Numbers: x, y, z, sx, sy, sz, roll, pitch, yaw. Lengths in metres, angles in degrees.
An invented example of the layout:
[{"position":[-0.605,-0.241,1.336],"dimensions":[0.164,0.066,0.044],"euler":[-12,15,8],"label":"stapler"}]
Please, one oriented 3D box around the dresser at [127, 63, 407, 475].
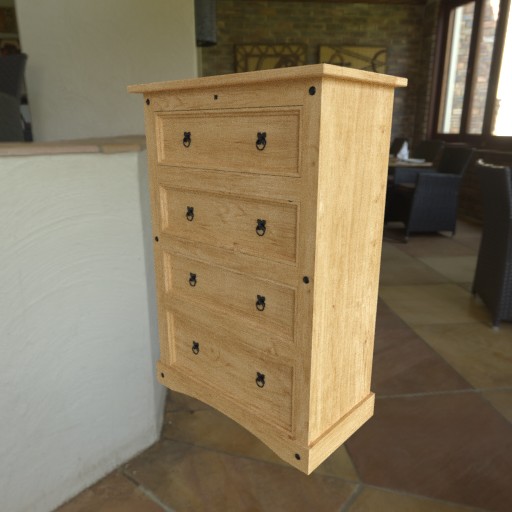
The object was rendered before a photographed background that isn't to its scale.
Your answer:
[{"position":[0.000,0.000,1.766],"dimensions":[0.915,1.300,0.485],"euler":[14,21,41],"label":"dresser"}]
